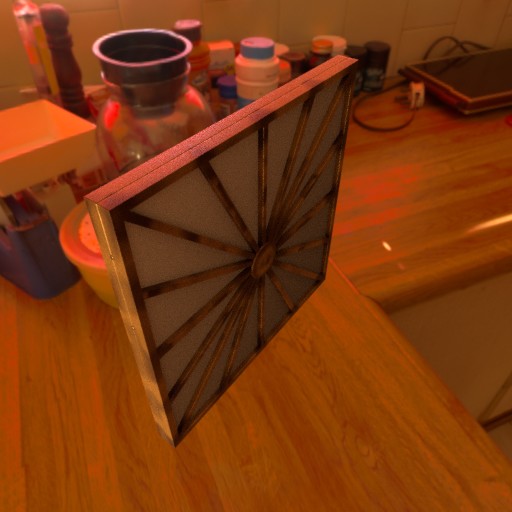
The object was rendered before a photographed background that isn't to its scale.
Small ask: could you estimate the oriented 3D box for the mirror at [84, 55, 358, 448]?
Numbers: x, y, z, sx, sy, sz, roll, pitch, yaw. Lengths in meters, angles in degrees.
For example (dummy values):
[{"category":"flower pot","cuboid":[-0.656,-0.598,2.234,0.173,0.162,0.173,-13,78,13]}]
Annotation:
[{"category":"mirror","cuboid":[0.000,0.000,0.747,0.042,0.507,0.509,27,49,26]}]
